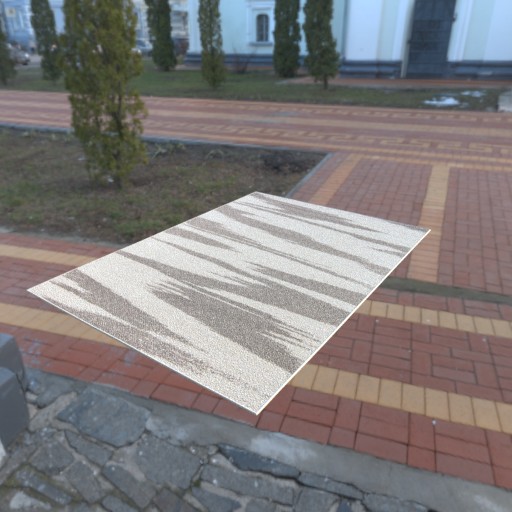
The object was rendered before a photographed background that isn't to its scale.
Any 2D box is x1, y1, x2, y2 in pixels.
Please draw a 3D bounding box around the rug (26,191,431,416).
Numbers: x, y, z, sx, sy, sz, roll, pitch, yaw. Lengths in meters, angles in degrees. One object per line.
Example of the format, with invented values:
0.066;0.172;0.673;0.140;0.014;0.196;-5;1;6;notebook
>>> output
0.000;0.000;2.767;1.533;0.010;2.142;17;31;32;rug
